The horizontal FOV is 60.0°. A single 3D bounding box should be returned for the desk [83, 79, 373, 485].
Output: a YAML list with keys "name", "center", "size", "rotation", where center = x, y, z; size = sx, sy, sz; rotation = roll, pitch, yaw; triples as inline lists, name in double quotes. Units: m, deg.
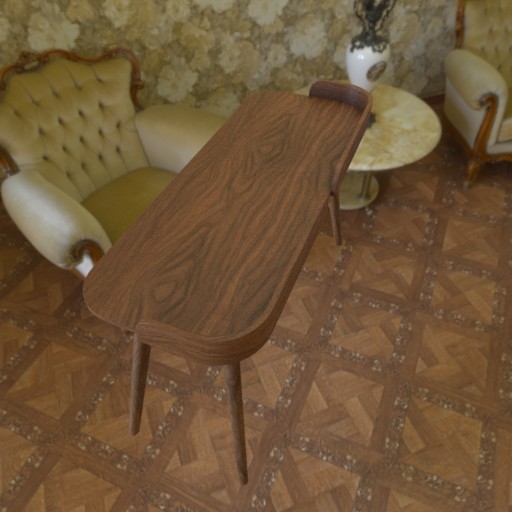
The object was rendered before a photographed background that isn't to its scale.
- name: "desk"
  center: [0.000, 0.000, 1.611]
  size: [0.486, 0.800, 1.256]
  rotation: [16, 48, 15]
